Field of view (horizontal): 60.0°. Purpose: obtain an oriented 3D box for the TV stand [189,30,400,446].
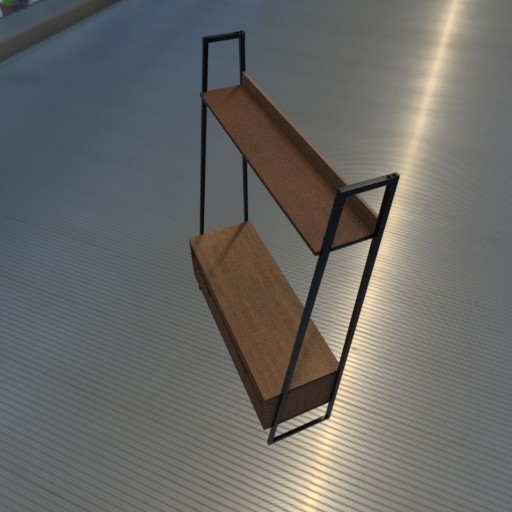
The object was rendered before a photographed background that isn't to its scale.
[{"bbox_3d":[0.000,0.000,2.320,0.432,1.772,1.250,-18,49,-16],"label":"TV stand"}]
